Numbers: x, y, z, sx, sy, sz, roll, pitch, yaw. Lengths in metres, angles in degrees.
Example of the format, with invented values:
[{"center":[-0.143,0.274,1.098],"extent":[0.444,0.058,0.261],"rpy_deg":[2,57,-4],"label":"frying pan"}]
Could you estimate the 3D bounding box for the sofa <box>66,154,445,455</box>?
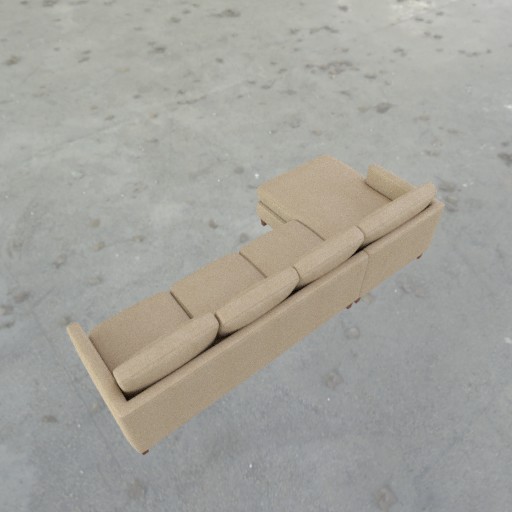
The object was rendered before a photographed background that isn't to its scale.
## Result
[{"center":[0.000,0.000,3.834],"extent":[3.201,0.876,1.502],"rpy_deg":[-30,53,-26],"label":"sofa"}]
